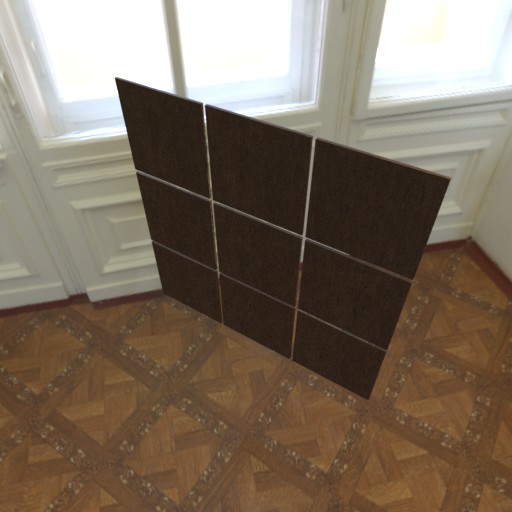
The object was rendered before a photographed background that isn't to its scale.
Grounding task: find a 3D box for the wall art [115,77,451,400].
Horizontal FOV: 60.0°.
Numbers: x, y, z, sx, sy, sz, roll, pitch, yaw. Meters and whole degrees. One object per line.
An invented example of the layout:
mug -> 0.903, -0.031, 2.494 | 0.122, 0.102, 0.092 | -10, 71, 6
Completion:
wall art -> 0.000, 0.000, 2.297 | 1.527, 1.525, 0.014 | 24, 49, 22
